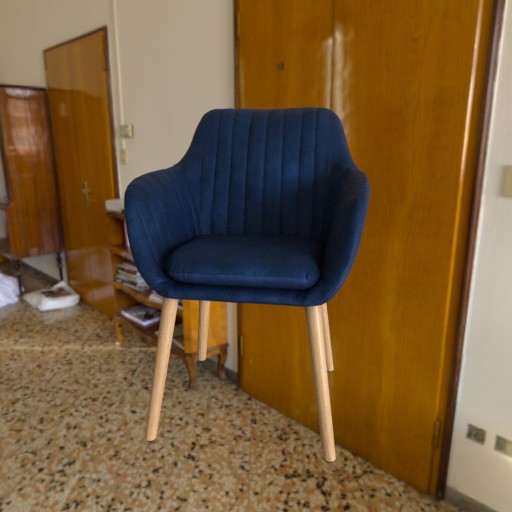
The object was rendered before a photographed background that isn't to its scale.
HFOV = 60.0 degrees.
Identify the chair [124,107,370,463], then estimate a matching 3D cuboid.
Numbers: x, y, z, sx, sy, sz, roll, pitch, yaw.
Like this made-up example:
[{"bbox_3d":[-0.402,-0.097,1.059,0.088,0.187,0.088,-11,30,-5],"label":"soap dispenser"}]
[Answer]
[{"bbox_3d":[0.000,0.000,1.232,0.578,0.826,0.573,2,14,9],"label":"chair"}]
